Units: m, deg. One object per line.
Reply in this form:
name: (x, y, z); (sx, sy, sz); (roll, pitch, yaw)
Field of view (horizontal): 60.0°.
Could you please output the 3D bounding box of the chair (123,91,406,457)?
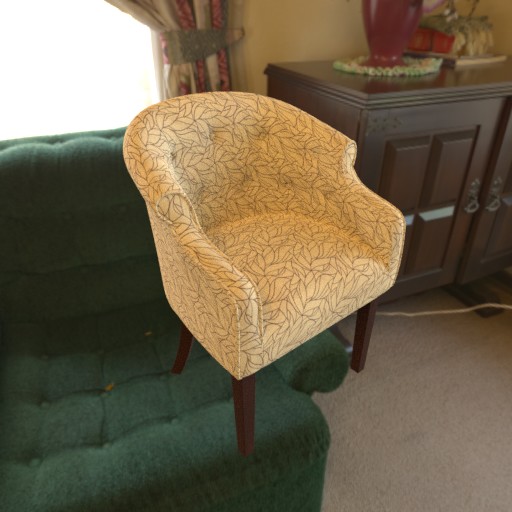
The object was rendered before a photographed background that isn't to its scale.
chair: (0.000, 0.000, 1.325); (0.686, 0.858, 0.613); (-23, 37, -34)
